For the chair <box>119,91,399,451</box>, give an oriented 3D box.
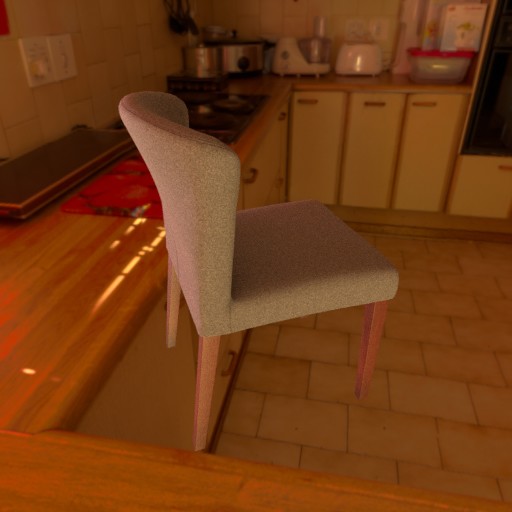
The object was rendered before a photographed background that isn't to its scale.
[{"bbox_3d":[0.000,0.000,1.191,0.592,0.839,0.491,-10,32,-17],"label":"chair"}]
